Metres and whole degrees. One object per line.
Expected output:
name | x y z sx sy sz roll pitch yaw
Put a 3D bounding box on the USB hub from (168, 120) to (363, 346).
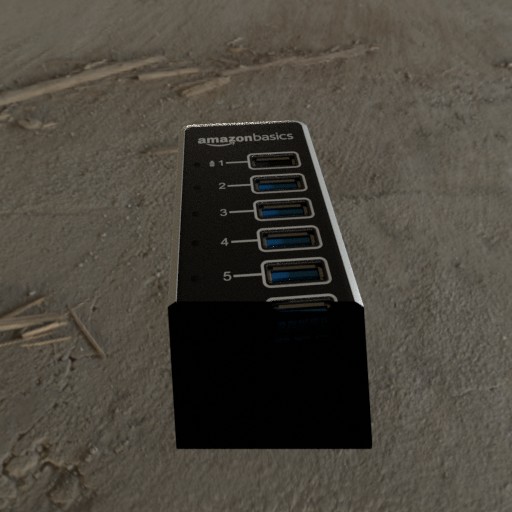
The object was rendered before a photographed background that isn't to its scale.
USB hub | 0.000 0.000 0.126 0.044 0.023 0.110 -4 46 -3
